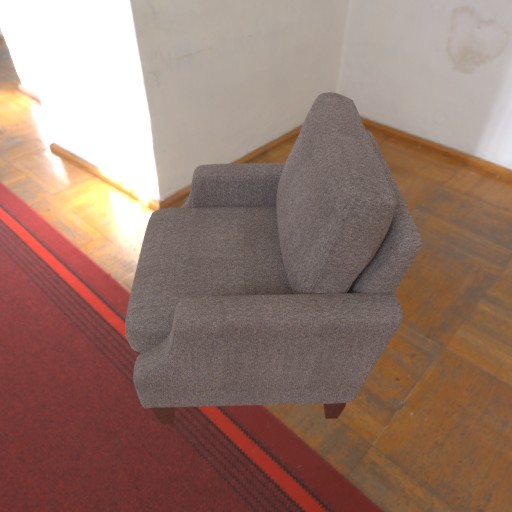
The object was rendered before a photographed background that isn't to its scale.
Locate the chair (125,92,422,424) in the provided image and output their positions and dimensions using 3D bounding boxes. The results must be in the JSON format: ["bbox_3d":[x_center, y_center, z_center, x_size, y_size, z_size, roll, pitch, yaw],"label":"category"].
[{"bbox_3d":[0.000,0.000,1.647,0.897,0.993,0.855,-1,43,-1],"label":"chair"}]
